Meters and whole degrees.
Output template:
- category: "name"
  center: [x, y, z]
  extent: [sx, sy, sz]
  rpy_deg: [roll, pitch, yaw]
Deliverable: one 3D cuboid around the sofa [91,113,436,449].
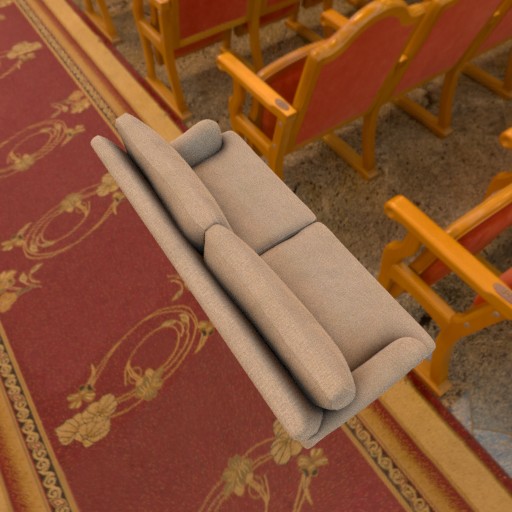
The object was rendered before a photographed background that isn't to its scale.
- category: "sofa"
  center: [0.000, 0.000, 2.803]
  extent: [1.069, 1.096, 2.193]
  rpy_deg: [-30, 62, -18]
